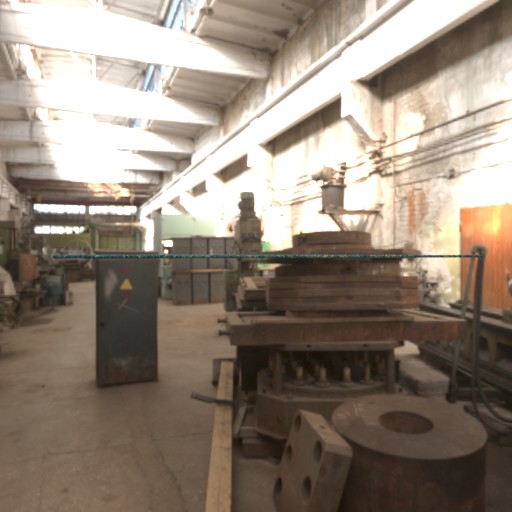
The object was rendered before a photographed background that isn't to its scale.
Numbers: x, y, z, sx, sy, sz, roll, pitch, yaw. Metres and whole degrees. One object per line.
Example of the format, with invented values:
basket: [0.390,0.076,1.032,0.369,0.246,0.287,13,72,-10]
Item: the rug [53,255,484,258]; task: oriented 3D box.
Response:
rug: [0.000,0.000,2.896,2.277,0.015,1.490,0,0,-19]
